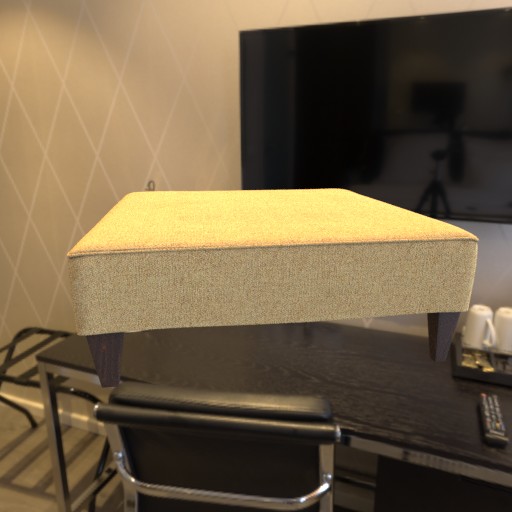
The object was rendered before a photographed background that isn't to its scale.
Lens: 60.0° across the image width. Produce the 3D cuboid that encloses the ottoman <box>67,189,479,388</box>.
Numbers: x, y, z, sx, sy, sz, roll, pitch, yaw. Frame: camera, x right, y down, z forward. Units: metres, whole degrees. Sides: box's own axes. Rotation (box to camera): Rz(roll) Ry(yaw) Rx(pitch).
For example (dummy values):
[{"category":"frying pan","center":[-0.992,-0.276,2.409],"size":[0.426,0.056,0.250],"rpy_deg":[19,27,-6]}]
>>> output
[{"category":"ottoman","center":[0.000,0.000,1.504],"size":[0.970,0.378,0.981],"rpy_deg":[-2,15,-8]}]
